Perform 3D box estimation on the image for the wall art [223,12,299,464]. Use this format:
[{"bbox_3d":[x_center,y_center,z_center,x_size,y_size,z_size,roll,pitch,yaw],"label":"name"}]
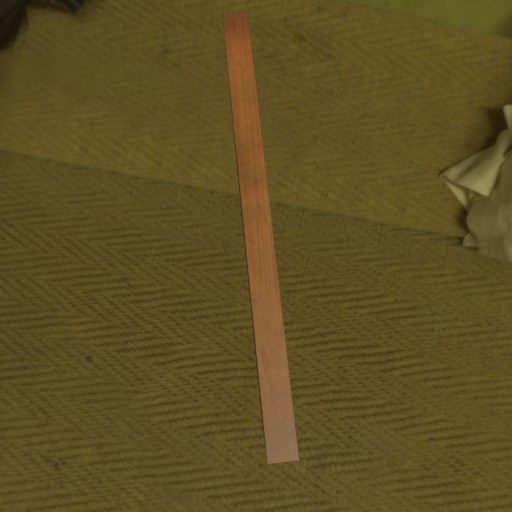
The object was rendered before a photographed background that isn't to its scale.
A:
[{"bbox_3d":[0.000,0.000,0.748,0.033,0.457,0.558,-6,76,-1],"label":"wall art"}]
